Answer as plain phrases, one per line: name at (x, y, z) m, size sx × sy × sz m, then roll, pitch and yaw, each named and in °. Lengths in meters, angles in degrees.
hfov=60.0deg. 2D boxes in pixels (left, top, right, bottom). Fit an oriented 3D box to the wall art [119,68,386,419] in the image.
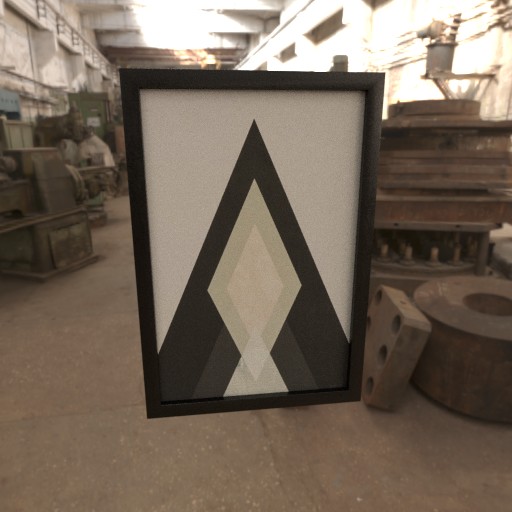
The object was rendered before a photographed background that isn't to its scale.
wall art at (0.000, 0.000, 0.591) m, size 0.313 × 0.457 × 0.031 m, roll -2°, pitch 16°, yaw -7°
